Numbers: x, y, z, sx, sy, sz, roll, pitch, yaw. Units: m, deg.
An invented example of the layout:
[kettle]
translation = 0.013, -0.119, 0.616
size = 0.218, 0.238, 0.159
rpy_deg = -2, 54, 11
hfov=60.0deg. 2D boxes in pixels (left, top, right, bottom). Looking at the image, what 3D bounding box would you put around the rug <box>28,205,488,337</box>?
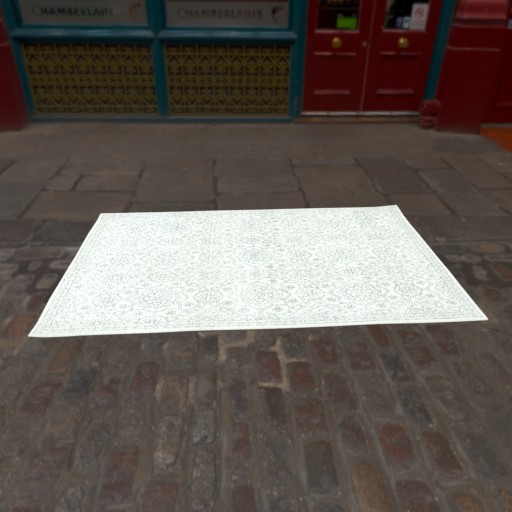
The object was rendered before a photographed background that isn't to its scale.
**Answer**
[rug]
translation = 0.000, 0.000, 2.978
size = 2.434, 0.023, 1.518
rpy_deg = -2, 30, -3
